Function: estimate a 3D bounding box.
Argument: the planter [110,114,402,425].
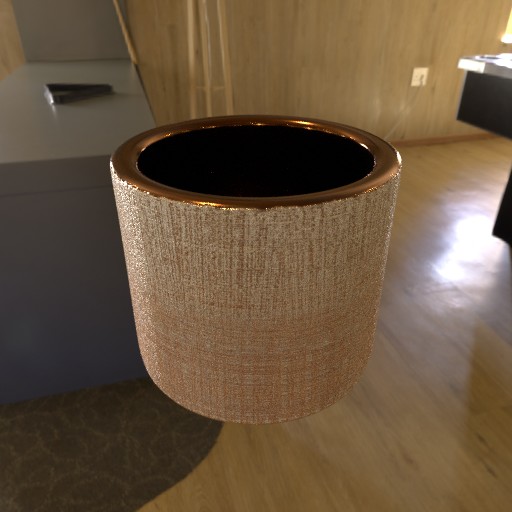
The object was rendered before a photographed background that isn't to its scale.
[{"bbox_3d":[0.000,0.000,0.313,0.177,0.157,0.177,0,31,0],"label":"planter"}]
